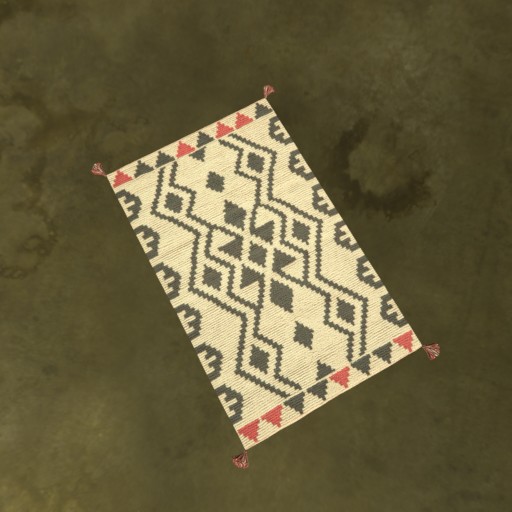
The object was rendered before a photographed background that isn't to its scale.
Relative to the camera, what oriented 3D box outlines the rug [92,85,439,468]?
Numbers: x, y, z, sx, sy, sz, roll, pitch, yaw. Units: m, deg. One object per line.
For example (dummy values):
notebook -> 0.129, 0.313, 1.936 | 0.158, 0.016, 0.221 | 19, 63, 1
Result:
rug -> 0.000, 0.000, 3.503 | 1.741, 0.066, 2.672 | -28, 77, -7
